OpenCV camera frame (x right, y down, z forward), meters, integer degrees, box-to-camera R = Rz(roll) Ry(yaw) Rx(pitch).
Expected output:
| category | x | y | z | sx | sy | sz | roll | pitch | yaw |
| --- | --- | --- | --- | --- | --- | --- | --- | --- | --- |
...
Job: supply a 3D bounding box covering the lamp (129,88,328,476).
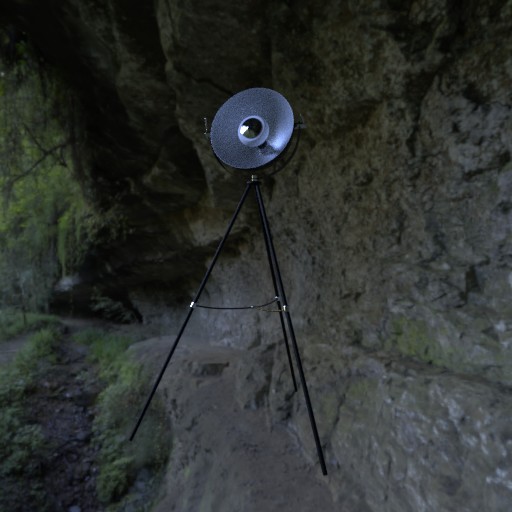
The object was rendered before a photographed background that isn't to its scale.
| category | x | y | z | sx | sy | sz | roll | pitch | yaw |
| --- | --- | --- | --- | --- | --- | --- | --- | --- | --- |
| lamp | 0.000 | 0.000 | 2.078 | 0.817 | 1.512 | 0.920 | 0 | 0 | 18 |
